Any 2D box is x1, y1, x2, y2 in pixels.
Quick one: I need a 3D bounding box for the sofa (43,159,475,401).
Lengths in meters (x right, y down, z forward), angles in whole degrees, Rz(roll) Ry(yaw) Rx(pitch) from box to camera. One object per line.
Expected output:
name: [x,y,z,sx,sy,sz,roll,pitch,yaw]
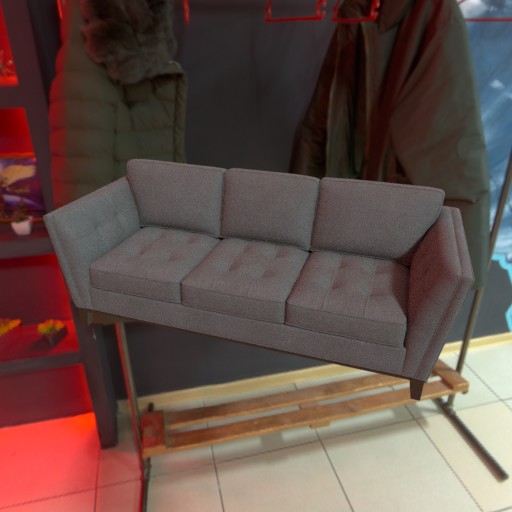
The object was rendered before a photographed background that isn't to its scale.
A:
sofa: [0.000,0.000,2.861,2.387,0.940,0.965,9,29,16]
